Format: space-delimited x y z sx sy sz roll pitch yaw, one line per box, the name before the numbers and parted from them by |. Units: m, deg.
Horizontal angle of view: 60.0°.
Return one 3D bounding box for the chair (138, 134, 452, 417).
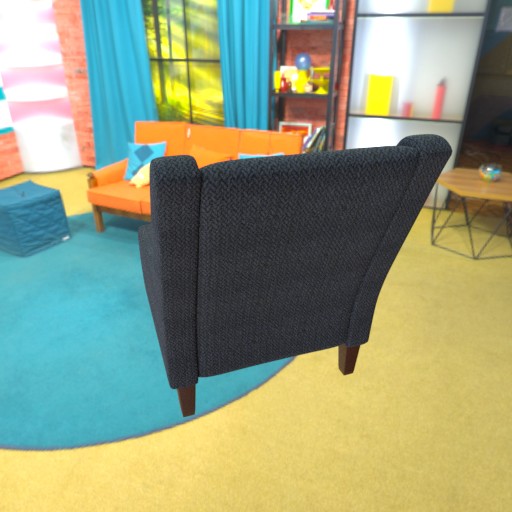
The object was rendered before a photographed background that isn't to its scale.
chair | 0.000 0.000 1.662 0.793 1.012 0.944 -9 29 -17
